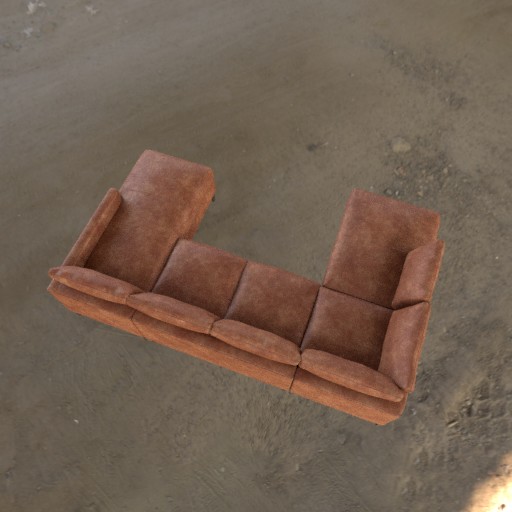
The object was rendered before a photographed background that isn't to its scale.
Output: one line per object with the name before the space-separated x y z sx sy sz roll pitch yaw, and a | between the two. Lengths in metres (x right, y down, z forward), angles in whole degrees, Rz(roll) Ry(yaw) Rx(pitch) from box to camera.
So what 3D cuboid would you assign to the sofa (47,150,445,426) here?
sofa | 0.000 0.000 3.958 2.956 0.900 1.939 18 65 9
